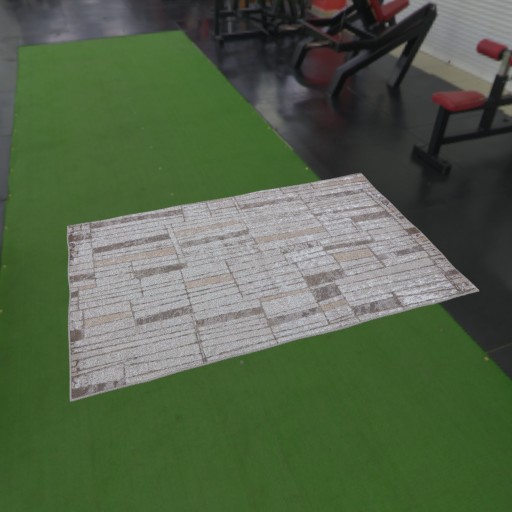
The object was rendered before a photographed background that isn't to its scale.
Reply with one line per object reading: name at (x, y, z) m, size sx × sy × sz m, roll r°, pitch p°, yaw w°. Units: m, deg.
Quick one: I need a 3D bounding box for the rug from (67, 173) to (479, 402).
rug at (0.000, 0.000, 3.026) m, size 2.444 × 0.023 × 1.531 m, roll -12°, pitch 42°, yaw -14°
